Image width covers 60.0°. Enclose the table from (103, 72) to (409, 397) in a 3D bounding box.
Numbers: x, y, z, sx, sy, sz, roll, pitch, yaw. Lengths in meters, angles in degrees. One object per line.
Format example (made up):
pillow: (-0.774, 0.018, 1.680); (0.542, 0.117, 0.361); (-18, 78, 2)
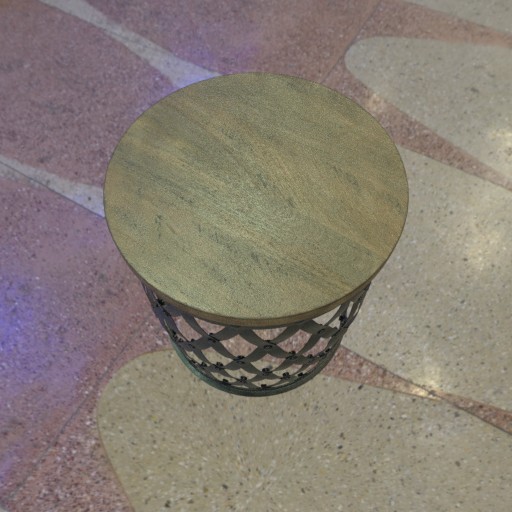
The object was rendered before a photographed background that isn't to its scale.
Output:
table: (0.000, 0.000, 0.792); (0.405, 0.454, 0.405); (0, 62, 0)
